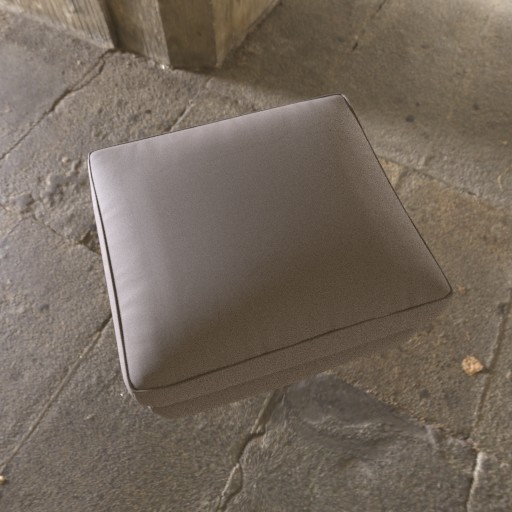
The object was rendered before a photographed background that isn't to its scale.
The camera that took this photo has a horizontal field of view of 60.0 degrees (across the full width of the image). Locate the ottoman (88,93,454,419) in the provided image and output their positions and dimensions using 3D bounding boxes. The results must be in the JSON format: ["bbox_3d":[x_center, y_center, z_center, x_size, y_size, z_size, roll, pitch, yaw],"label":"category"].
[{"bbox_3d":[0.000,0.000,1.177,0.721,0.505,0.662,-16,64,-8],"label":"ottoman"}]
